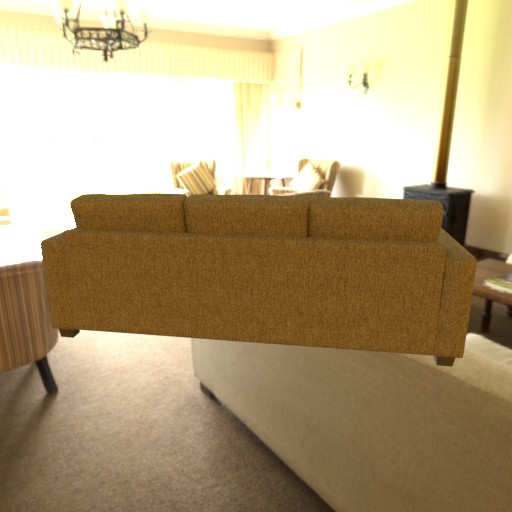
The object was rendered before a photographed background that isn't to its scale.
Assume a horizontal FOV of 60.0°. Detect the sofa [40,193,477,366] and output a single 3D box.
[{"bbox_3d":[0.000,0.000,2.600,2.160,0.800,0.900,2,16,9],"label":"sofa"}]
